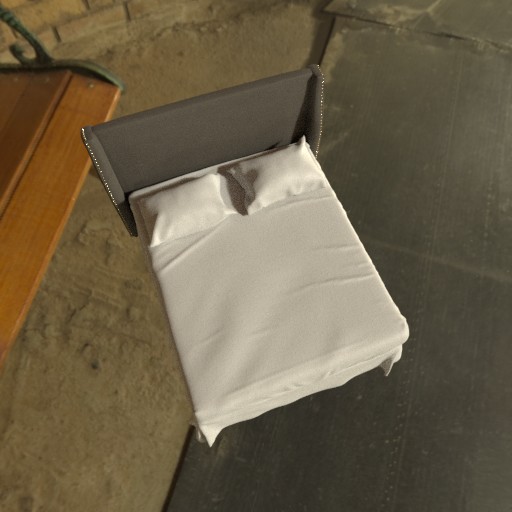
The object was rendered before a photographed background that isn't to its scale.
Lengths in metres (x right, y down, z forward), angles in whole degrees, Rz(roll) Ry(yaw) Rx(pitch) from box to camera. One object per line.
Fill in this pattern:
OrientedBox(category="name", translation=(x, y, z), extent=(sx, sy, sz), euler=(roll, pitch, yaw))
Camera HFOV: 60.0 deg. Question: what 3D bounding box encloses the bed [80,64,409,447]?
OrientedBox(category="bed", translation=(0.000, 0.000, 3.484), extent=(1.925, 1.332, 2.276), euler=(-19, 65, -9))
